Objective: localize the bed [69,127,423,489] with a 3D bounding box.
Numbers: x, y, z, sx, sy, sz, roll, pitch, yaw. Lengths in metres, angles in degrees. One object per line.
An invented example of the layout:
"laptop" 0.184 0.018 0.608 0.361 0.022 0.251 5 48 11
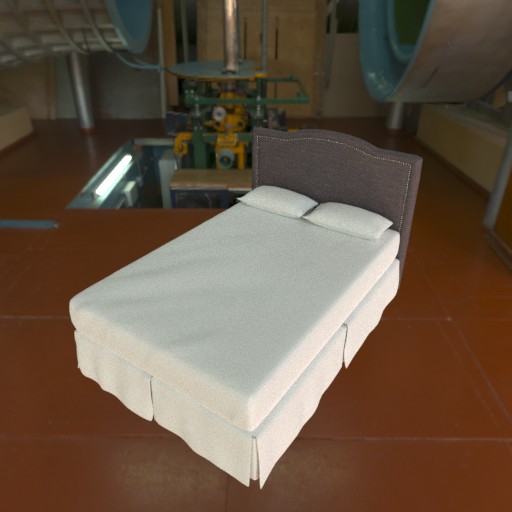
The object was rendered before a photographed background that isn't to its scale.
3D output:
"bed" 0.000 0.000 3.514 1.741 1.441 2.507 19 36 29
